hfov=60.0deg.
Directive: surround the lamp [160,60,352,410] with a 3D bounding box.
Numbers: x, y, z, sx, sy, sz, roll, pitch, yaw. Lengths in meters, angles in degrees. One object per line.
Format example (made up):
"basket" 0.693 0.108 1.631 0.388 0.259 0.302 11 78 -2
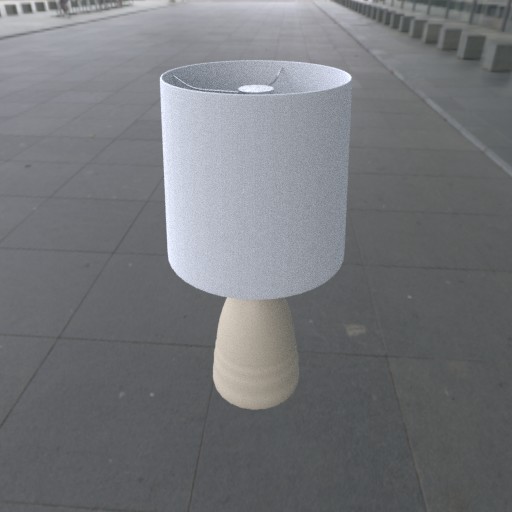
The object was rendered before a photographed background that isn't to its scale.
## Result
"lamp" 0.000 0.000 0.481 0.186 0.369 0.186 0 32 0
